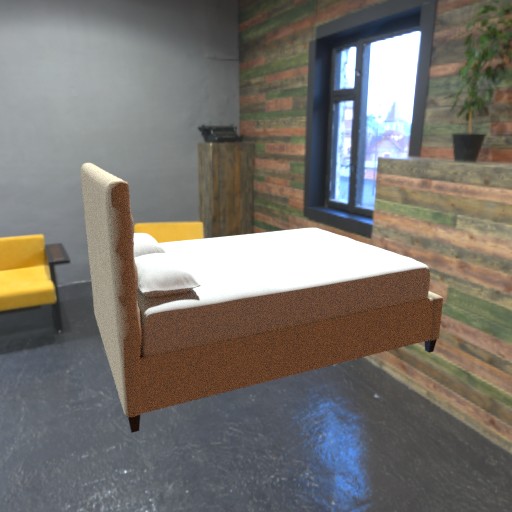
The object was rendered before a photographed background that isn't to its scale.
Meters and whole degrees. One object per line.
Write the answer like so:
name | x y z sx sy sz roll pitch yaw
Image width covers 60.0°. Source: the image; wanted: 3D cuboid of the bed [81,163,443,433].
bed | 0.000 0.000 3.535 2.387 1.427 1.698 -7 17 -24
